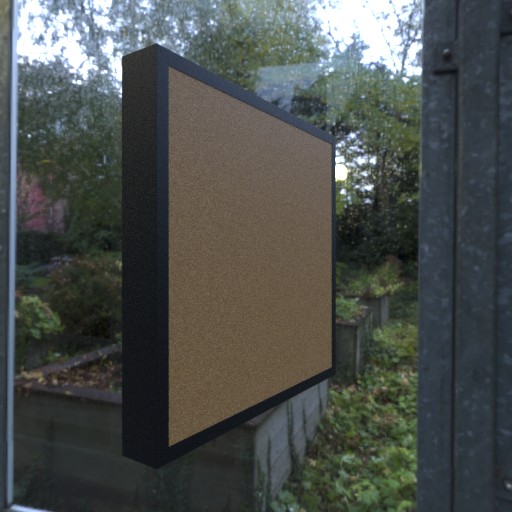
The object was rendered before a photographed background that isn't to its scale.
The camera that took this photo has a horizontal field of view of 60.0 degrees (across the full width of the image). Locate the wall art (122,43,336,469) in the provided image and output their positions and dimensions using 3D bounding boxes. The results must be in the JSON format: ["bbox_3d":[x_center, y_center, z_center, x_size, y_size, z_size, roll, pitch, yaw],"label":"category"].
[{"bbox_3d":[0.000,0.000,0.452,0.038,0.304,0.305,0,0,35],"label":"wall art"}]
